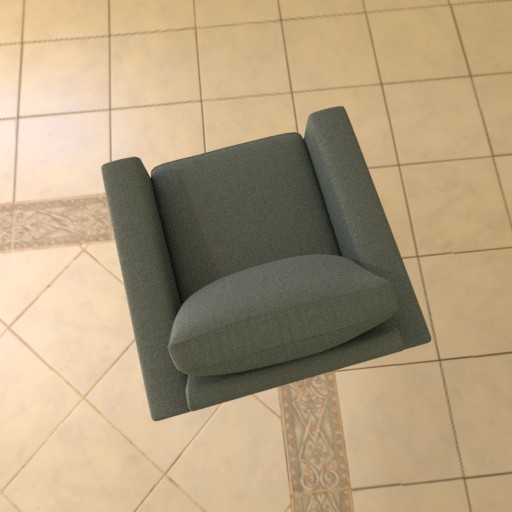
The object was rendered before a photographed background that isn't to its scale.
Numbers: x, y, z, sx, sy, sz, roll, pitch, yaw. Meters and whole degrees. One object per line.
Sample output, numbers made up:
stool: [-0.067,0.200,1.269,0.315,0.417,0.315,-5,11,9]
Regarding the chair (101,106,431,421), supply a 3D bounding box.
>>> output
chair: [0.000,0.000,1.848,1.024,1.010,1.038,-15,75,-4]
